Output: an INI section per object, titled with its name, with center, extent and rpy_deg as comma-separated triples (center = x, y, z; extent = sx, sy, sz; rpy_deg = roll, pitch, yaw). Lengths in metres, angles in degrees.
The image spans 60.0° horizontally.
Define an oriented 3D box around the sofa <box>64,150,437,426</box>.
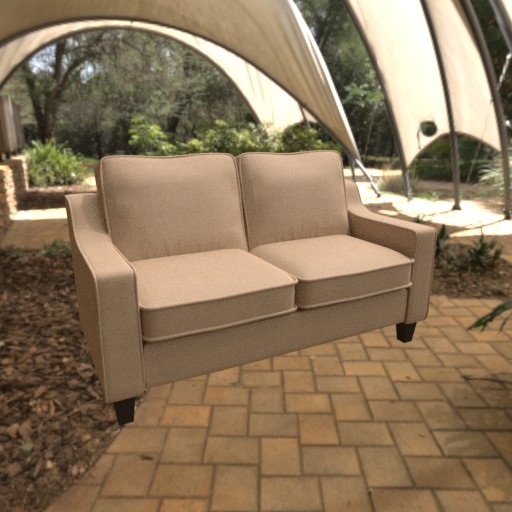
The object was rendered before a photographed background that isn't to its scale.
[sofa]
center = 0.000, 0.000, 3.488
extent = 2.587, 1.562, 1.351
rpy_deg = -8, 18, -27
